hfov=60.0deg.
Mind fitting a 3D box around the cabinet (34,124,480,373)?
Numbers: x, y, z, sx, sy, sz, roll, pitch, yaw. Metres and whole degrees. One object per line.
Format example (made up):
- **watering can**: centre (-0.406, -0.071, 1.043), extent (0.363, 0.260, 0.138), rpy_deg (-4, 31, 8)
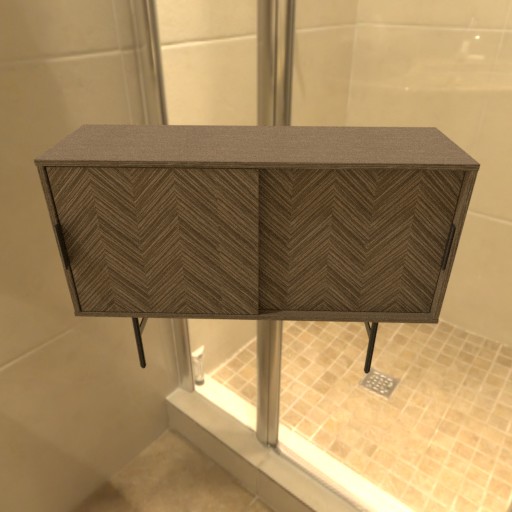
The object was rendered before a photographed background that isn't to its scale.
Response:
- **cabinet**: centre (0.000, 0.000, 1.530), extent (1.194, 0.787, 0.405), rpy_deg (1, 31, 2)
